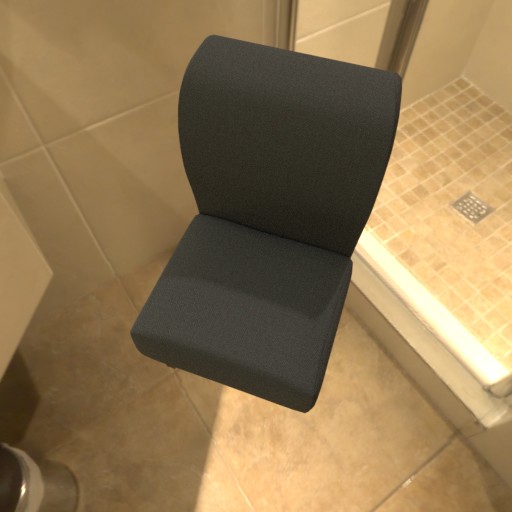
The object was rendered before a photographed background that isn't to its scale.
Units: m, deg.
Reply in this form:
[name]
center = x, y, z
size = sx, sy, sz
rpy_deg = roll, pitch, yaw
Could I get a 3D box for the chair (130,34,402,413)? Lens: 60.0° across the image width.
[chair]
center = 0.000, 0.000, 1.156
size = 0.513, 0.804, 0.592
rpy_deg = 16, 59, 10
